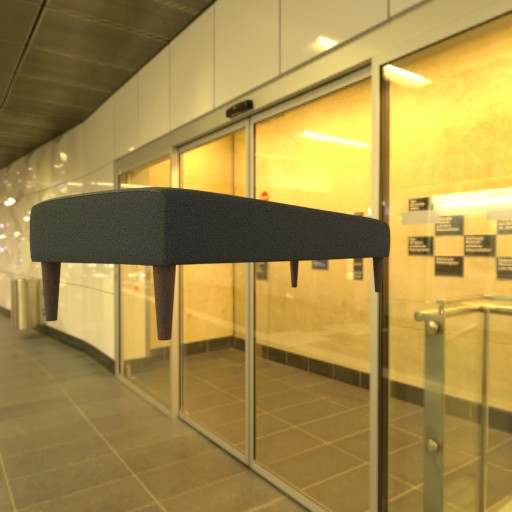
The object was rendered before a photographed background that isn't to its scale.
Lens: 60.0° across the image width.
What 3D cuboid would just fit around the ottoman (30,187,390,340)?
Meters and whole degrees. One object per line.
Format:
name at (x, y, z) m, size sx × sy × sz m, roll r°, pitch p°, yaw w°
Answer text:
ottoman at (0.000, 0.000, 1.862) m, size 0.646 × 0.393 × 1.609 m, roll 1°, pitch 1°, yaw 35°
